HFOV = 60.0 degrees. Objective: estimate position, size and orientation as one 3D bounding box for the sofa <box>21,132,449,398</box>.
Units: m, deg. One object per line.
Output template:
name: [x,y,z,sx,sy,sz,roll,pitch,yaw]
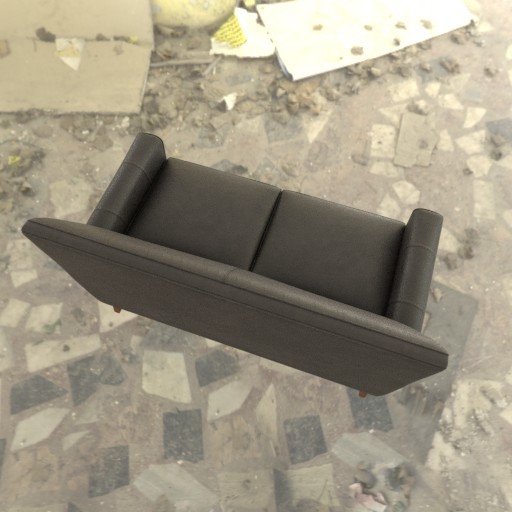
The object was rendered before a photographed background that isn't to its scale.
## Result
sofa: [0.000,0.000,1.981,1.473,0.871,0.787,17,64,9]
